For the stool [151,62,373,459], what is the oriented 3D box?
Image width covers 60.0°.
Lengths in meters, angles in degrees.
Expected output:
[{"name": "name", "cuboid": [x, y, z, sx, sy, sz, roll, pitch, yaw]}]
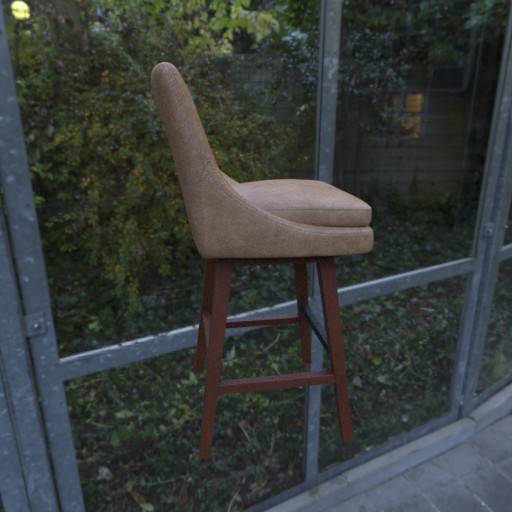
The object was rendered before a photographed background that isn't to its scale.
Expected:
[{"name": "stool", "cuboid": [0.000, 0.000, 1.394, 0.572, 1.079, 0.487, -3, 18, -9]}]
